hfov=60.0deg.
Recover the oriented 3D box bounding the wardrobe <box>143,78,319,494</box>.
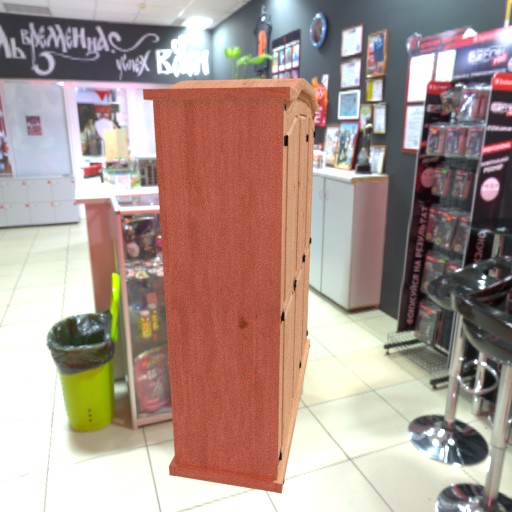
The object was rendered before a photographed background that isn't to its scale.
[{"bbox_3d":[0.000,0.000,2.581,0.570,1.870,1.500,3,17,11],"label":"wardrobe"}]
